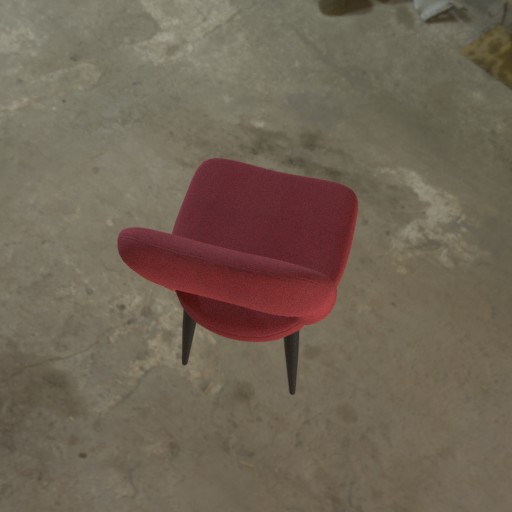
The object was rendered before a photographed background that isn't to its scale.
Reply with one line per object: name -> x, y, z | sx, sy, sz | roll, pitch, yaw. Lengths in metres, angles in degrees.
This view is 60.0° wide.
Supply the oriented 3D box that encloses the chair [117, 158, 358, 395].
chair -> 0.000, 0.000, 1.191 | 0.483, 0.892, 0.569 | 14, 63, 7
